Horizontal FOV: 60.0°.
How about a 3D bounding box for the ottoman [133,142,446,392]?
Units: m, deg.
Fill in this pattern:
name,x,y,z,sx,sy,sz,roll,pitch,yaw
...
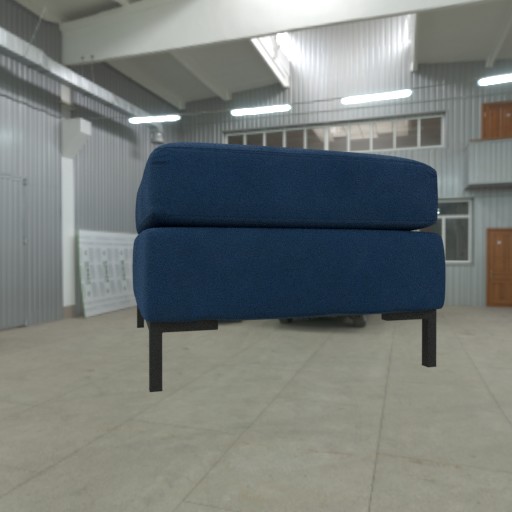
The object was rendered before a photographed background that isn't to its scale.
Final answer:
name,x,y,z,sx,sy,sz,roll,pitch,yaw
ottoman,0.000,0.000,1.234,0.655,0.485,0.794,0,1,-17
